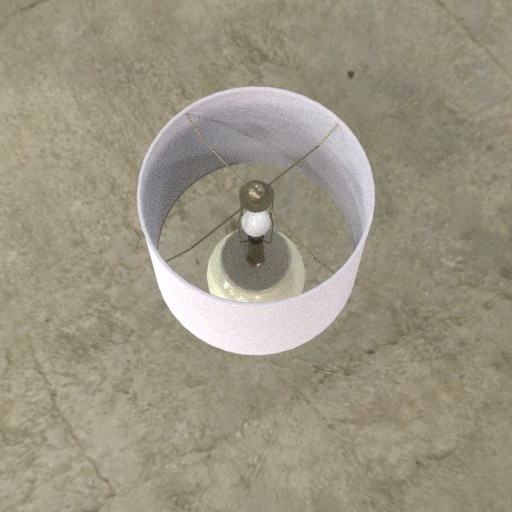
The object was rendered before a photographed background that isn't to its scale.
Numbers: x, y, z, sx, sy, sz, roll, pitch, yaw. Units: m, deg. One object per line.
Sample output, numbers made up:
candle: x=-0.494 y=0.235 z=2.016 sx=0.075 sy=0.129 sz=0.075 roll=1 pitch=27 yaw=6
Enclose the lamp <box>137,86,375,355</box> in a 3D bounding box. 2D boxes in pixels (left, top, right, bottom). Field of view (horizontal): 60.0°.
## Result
lamp: x=0.000 y=0.000 z=0.542 sx=0.239 sy=0.399 sz=0.239 roll=0 pitch=75 yaw=0
